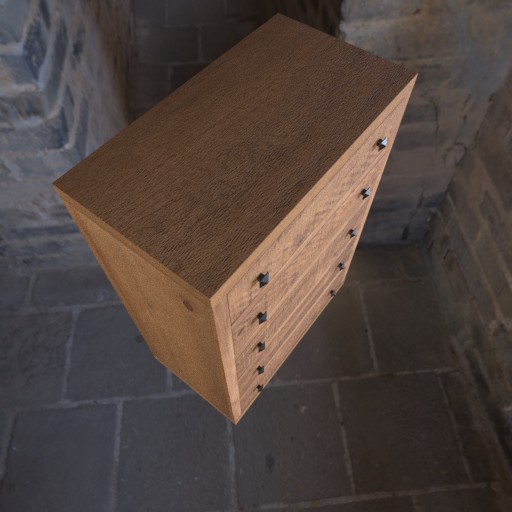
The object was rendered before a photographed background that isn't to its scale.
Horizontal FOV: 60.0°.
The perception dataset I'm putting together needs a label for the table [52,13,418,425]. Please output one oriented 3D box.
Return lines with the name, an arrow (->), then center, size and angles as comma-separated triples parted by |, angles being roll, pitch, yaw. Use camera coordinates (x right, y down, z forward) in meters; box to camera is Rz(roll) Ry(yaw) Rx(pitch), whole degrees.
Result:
table -> 0.000, 0.000, 1.700 | 0.524, 1.294, 0.901 | 34, 64, 19
